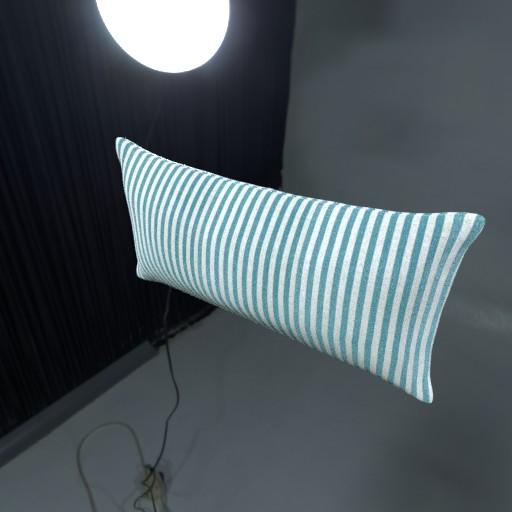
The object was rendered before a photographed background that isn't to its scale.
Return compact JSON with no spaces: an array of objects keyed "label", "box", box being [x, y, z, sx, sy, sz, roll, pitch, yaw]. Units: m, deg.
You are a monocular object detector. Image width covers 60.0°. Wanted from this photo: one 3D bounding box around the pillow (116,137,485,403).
[{"label":"pillow","box":[0.000,0.000,0.713,0.617,0.295,0.151,19,34,30]}]
